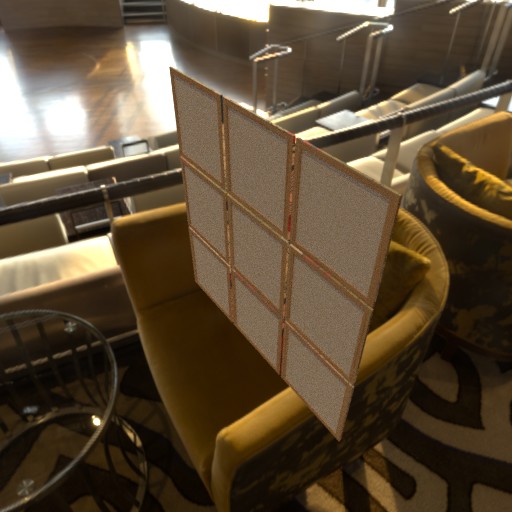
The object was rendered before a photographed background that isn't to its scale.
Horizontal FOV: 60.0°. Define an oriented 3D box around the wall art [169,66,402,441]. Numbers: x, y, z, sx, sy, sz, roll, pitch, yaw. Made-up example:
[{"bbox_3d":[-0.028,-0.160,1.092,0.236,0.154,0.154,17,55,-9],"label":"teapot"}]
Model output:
[{"bbox_3d":[0.000,0.000,2.324,0.013,1.534,1.519,-25,46,-27],"label":"wall art"}]
